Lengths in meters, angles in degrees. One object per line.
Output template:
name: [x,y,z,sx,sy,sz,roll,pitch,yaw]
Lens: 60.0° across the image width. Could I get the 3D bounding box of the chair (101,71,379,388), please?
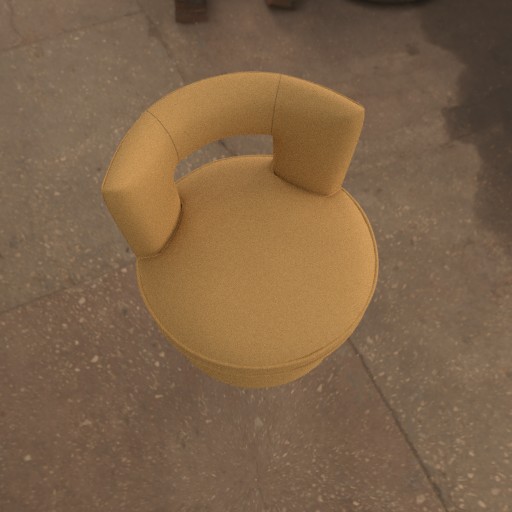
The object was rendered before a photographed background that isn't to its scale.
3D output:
chair: [0.000,0.000,1.234,0.650,0.723,0.665,-20,65,-10]
